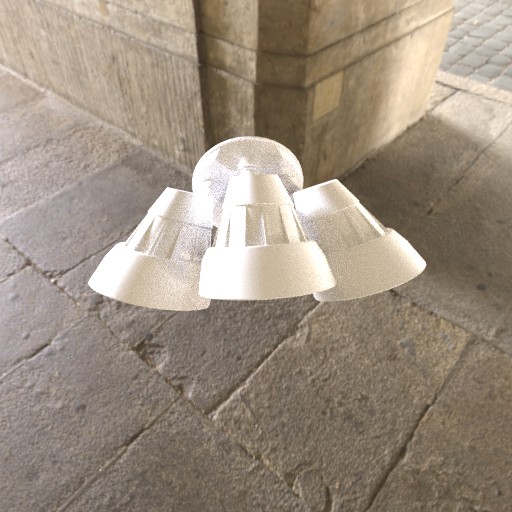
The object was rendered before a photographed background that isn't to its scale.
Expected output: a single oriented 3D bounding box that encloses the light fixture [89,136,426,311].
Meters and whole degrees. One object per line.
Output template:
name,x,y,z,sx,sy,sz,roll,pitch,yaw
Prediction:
light fixture,0.000,0.000,0.549,0.369,0.237,0.278,-3,46,-3
